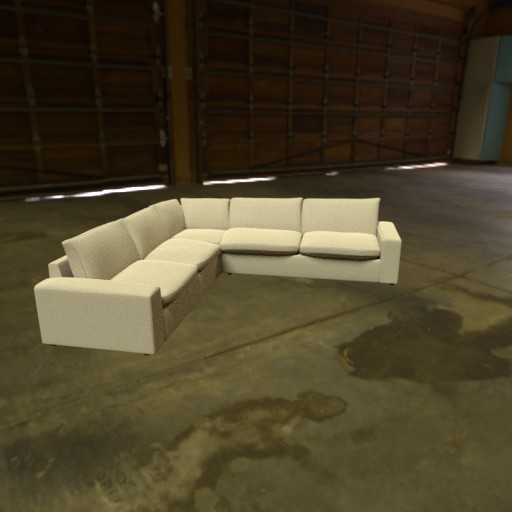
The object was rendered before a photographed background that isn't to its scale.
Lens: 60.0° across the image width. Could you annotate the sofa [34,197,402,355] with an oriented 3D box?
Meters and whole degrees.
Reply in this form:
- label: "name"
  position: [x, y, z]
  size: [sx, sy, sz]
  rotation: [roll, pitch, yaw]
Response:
- label: "sofa"
  position: [0.000, 0.000, 4.878]
  size: [3.206, 0.918, 3.066]
  rotation: [3, 17, 10]
